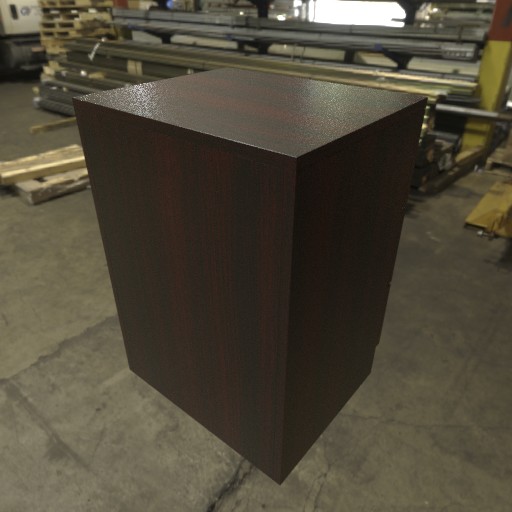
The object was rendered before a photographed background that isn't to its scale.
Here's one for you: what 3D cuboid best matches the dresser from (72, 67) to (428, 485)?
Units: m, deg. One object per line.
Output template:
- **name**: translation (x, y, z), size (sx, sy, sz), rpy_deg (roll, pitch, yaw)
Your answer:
- **dresser**: translation (0.000, 0.000, 0.805), size (0.400, 0.560, 0.360), rpy_deg (24, 39, 33)
